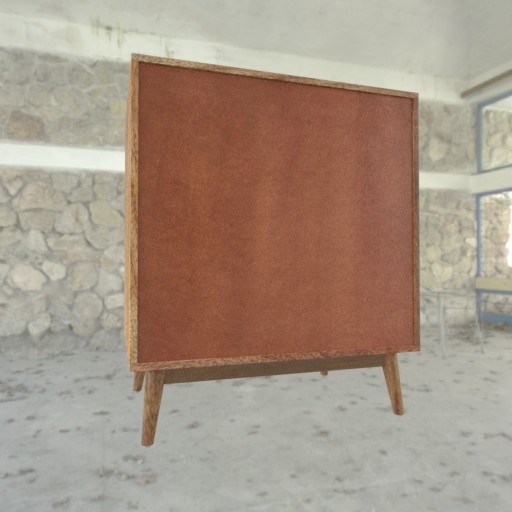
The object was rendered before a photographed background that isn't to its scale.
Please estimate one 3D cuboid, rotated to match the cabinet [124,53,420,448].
[{"bbox_3d":[0.000,0.000,1.155,0.647,0.758,0.473,0,-1,-18],"label":"cabinet"}]
